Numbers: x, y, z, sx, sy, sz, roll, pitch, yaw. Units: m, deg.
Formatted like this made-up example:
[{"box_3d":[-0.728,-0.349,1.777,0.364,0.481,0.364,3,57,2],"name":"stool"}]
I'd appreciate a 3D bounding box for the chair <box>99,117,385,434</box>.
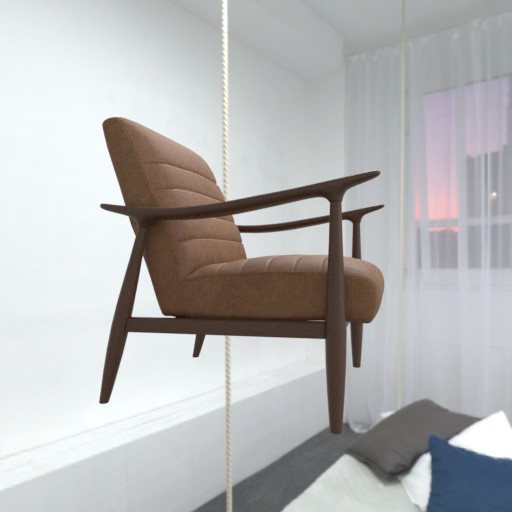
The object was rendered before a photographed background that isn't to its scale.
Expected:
[{"box_3d":[0.000,0.000,1.443,0.798,0.832,0.741,0,0,17],"name":"chair"}]
